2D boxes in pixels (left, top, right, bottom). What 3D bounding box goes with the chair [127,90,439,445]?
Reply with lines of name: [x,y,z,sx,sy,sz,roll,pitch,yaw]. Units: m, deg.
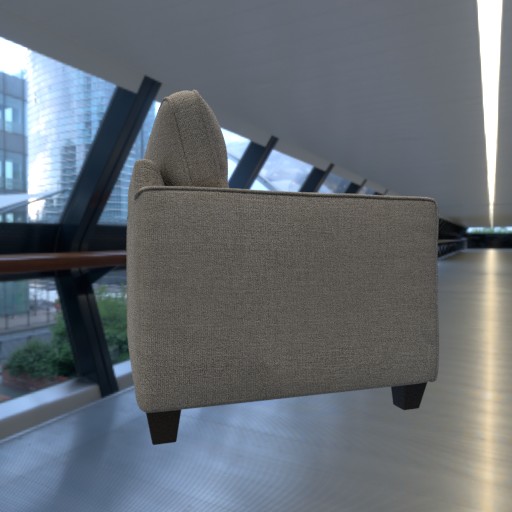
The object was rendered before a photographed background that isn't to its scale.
chair: [0.000,0.000,1.707,0.939,0.965,1.015,0,1,-18]
